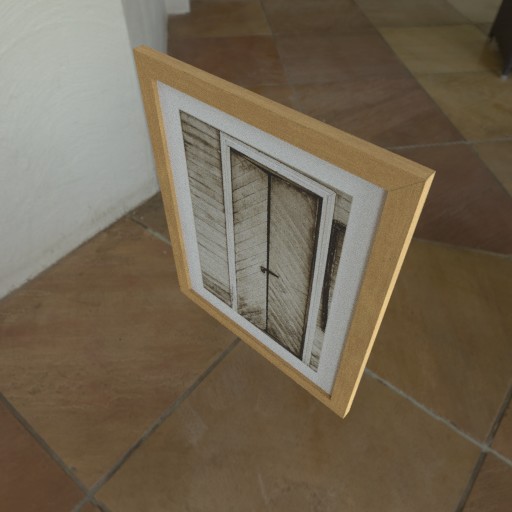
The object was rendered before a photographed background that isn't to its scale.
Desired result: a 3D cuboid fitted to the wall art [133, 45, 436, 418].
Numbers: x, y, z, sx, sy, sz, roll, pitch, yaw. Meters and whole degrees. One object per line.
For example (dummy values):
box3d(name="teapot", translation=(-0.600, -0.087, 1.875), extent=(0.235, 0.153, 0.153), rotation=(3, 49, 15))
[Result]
box3d(name="wall art", translation=(0.000, 0.000, 0.743), extent=(0.460, 0.561, 0.020), rotation=(33, 55, 27))
